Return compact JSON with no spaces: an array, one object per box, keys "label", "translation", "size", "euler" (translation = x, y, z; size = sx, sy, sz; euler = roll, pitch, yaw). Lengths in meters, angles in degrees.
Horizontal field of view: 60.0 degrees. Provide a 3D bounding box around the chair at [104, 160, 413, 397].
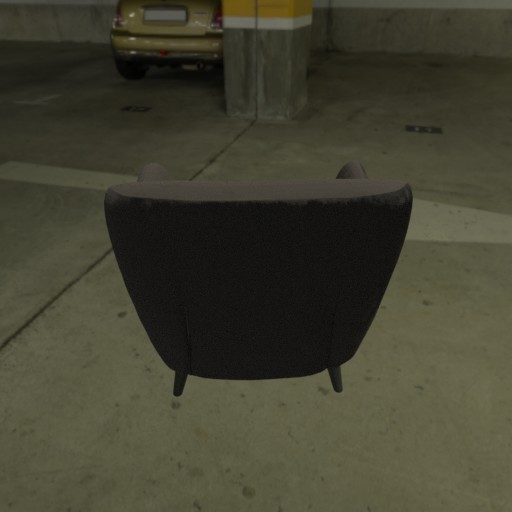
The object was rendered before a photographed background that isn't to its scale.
[{"label":"chair","translation":[0.000,0.000,1.502],"size":[0.840,0.807,0.819],"euler":[-1,31,-2]}]
